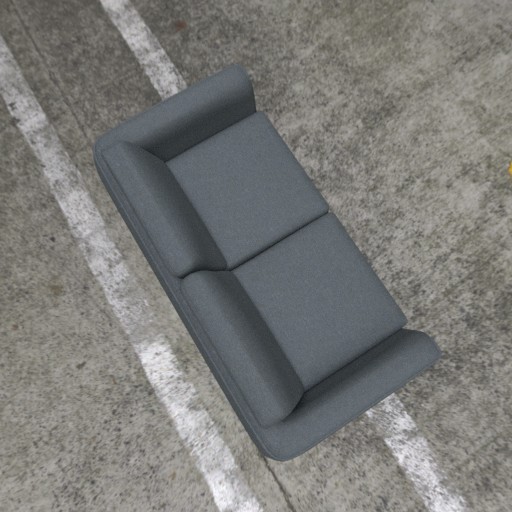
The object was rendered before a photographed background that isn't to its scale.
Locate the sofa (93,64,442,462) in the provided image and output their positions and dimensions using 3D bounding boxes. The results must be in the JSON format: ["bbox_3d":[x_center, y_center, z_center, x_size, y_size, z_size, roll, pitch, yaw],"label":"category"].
[{"bbox_3d":[0.000,0.000,2.171,0.920,0.850,1.700,-31,79,-7],"label":"sofa"}]
